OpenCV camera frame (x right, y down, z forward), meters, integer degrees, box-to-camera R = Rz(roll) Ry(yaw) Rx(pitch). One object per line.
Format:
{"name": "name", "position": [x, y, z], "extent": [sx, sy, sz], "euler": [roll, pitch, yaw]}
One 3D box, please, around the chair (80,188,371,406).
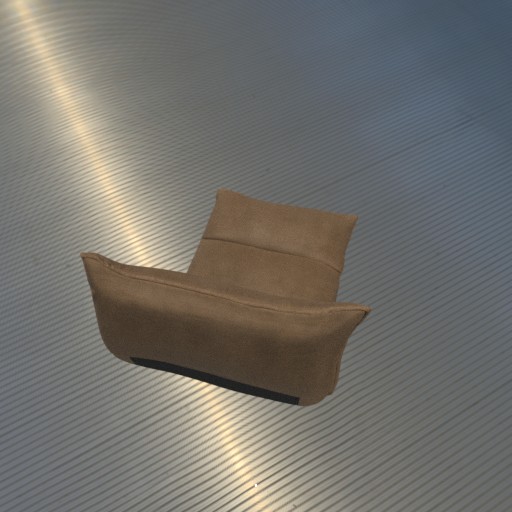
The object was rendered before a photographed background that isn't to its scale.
{"name": "chair", "position": [0.000, 0.000, 1.585], "extent": [0.714, 0.892, 0.985], "euler": [14, 63, 7]}
